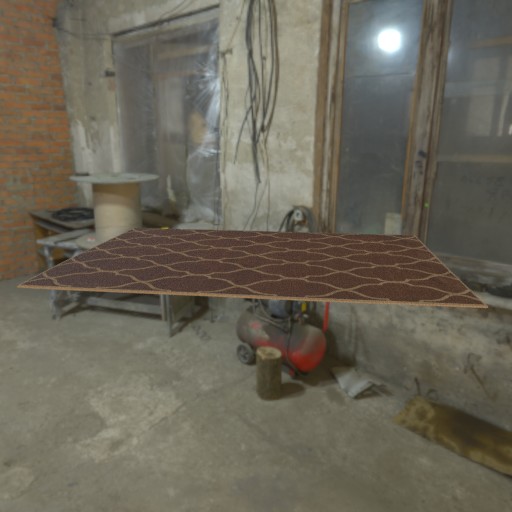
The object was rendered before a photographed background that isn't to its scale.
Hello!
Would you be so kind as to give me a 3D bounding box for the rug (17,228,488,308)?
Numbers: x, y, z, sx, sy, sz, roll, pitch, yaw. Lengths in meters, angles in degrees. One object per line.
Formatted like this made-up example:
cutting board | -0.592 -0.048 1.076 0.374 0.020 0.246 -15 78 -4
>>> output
rug | 0.000 0.000 2.851 2.294 0.014 1.528 2 15 7
